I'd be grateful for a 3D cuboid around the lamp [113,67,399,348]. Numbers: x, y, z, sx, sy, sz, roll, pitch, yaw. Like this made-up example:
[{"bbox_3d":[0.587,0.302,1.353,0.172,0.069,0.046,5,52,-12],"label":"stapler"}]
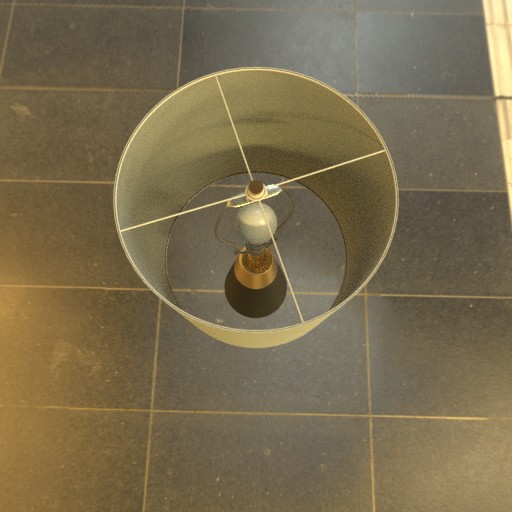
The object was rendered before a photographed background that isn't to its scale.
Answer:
[{"bbox_3d":[0.000,0.000,0.754,0.308,0.580,0.308,-18,76,-5],"label":"lamp"}]
